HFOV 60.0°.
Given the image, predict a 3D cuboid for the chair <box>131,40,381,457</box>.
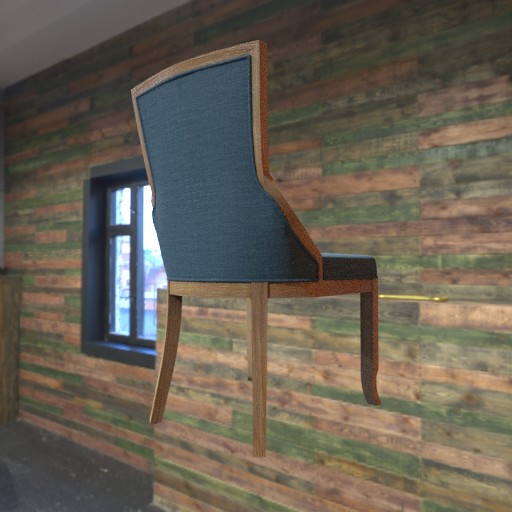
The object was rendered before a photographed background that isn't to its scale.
[{"bbox_3d":[0.000,0.000,1.337,0.524,0.947,0.641,-1,-2,37],"label":"chair"}]
